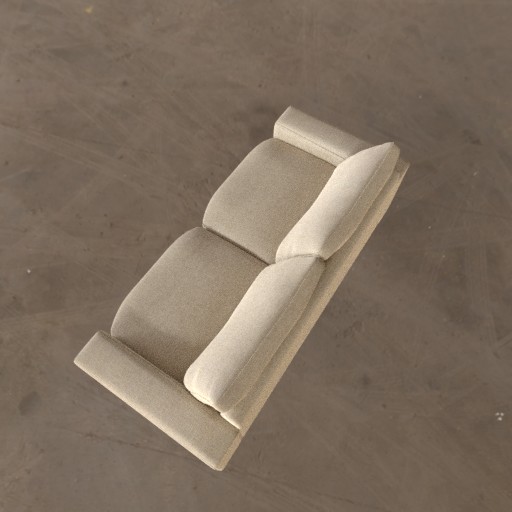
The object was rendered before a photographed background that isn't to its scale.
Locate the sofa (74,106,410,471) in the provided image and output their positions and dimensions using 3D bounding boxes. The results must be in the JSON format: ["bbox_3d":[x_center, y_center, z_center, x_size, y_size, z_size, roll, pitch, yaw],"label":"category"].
[{"bbox_3d":[0.000,0.000,2.853,1.040,0.922,2.299,31,67,14],"label":"sofa"}]
